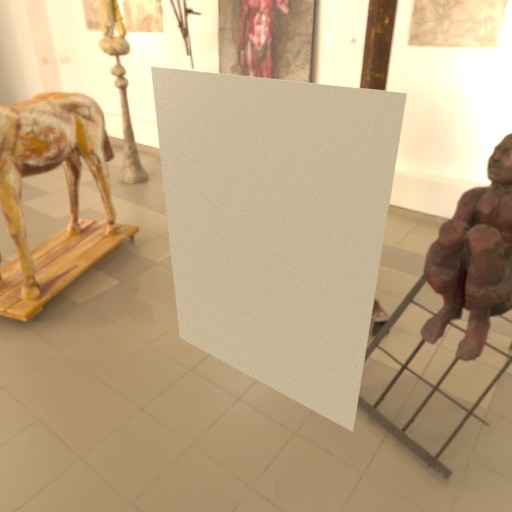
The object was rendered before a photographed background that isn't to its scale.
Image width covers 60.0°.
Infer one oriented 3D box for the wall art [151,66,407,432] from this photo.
[{"bbox_3d":[0.000,0.000,0.808,0.457,0.609,0.003,20,35,31],"label":"wall art"}]
